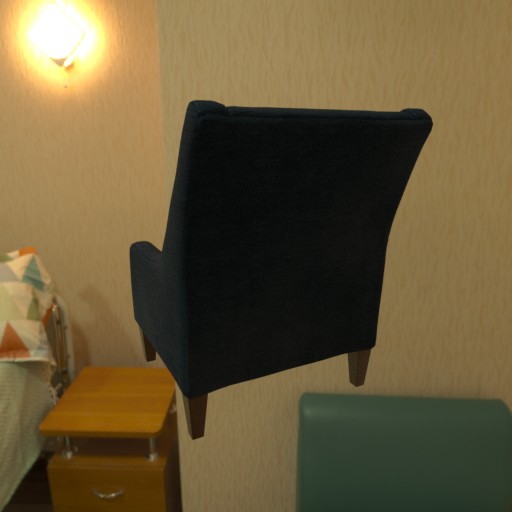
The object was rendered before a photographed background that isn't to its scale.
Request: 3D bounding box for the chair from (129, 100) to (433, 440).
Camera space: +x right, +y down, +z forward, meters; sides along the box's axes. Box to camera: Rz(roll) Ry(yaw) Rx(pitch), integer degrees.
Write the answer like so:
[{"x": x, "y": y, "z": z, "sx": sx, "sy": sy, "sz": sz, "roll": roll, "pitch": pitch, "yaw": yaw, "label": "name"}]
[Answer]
[{"x": 0.000, "y": 0.000, "z": 1.634, "sx": 0.774, "sy": 1.014, "sz": 0.870, "roll": -8, "pitch": 17, "yaw": -27, "label": "chair"}]
